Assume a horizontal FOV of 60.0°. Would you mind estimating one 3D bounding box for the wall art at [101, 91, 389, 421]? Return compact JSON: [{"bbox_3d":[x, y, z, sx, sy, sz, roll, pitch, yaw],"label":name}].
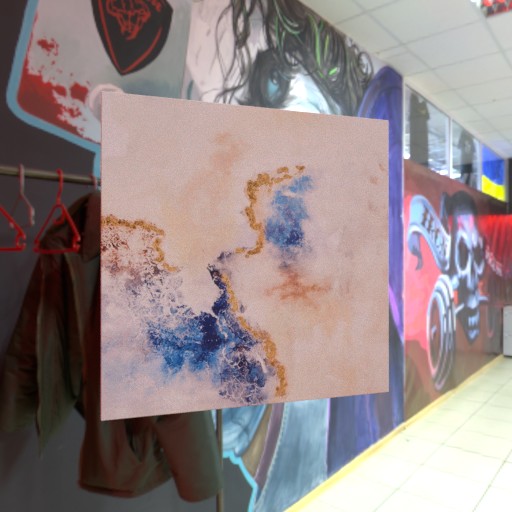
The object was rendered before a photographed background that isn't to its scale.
[{"bbox_3d":[0.000,0.000,1.608,1.061,1.061,0.071,0,0,-17],"label":"wall art"}]
